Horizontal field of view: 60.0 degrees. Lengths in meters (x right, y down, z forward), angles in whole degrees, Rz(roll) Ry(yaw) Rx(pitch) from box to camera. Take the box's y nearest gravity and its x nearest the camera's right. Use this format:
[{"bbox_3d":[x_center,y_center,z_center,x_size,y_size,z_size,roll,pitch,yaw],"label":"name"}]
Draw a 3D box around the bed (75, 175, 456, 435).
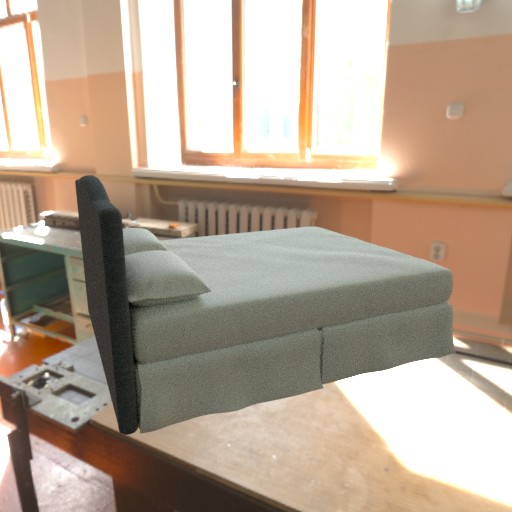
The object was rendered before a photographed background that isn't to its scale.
[{"bbox_3d":[0.000,0.000,3.840,2.689,1.457,2.161,-7,16,-24],"label":"bed"}]
